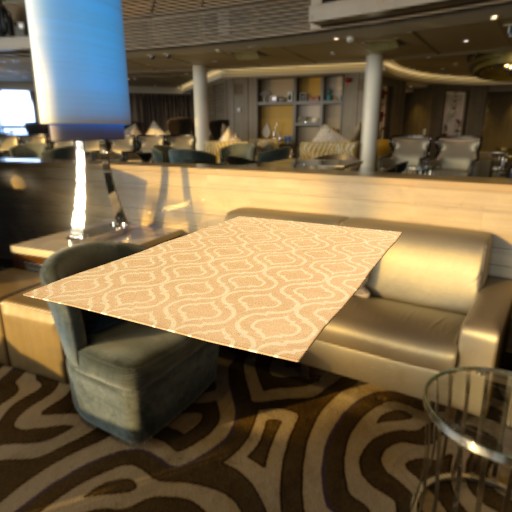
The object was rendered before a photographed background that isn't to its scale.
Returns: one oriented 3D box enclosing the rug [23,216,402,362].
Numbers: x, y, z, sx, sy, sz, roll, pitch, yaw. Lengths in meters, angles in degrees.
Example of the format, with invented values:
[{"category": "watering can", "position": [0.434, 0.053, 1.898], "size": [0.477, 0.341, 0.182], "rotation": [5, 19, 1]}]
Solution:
[{"category": "rug", "position": [0.000, 0.000, 2.216], "size": [1.152, 0.013, 1.761], "rotation": [8, 18, 25]}]
